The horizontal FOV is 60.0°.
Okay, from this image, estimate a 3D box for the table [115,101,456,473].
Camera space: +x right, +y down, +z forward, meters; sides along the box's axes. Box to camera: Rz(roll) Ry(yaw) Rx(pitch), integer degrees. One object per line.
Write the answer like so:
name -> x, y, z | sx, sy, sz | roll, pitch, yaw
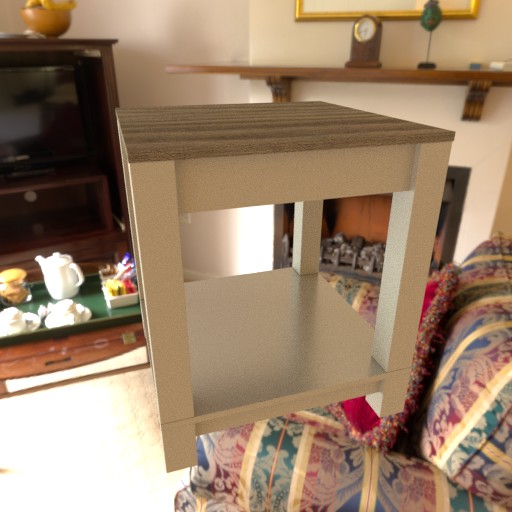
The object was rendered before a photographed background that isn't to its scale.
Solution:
table -> 0.000, 0.000, 0.976 | 0.506, 0.587, 0.504 | -8, 26, -16
